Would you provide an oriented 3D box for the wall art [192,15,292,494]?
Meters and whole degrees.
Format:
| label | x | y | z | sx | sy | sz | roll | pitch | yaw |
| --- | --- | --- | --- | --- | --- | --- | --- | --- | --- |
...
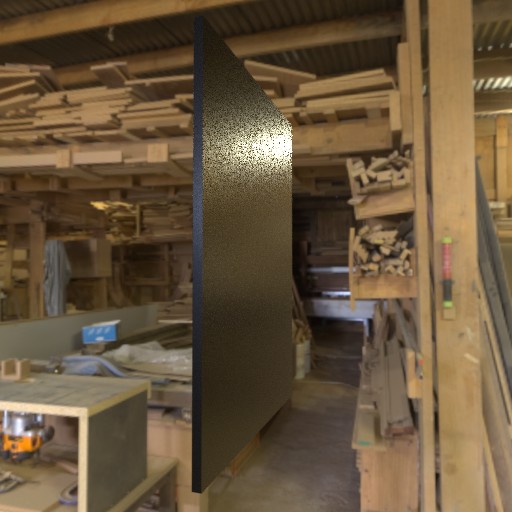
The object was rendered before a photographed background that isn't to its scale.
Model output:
| label | x | y | z | sx | sy | sz | roll | pitch | yaw |
| --- | --- | --- | --- | --- | --- | --- | --- | --- | --- |
| wall art | 0.000 | 0.000 | 0.750 | 0.013 | 0.582 | 0.442 | -1 | -2 | 19 |
